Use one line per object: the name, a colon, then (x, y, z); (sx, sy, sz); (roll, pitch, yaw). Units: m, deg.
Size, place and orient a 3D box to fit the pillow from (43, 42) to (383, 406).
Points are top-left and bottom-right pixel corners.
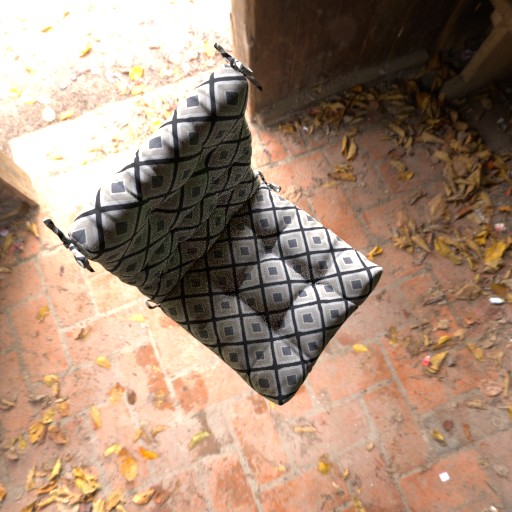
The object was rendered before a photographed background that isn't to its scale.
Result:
pillow: (0.000, 0.000, 1.037); (0.571, 0.605, 0.519); (38, 79, 8)
